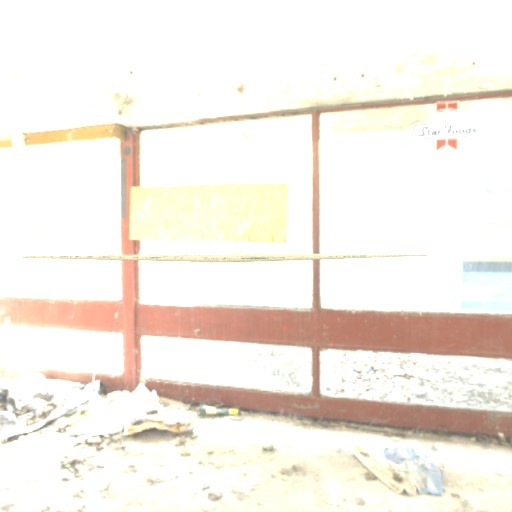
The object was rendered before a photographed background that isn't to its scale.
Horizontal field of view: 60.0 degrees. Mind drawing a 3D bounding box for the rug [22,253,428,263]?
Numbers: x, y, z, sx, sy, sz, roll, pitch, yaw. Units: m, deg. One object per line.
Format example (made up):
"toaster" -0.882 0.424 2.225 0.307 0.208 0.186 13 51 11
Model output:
"rug" 0.000 0.000 2.320 1.213 0.012 1.831 1 1 38
